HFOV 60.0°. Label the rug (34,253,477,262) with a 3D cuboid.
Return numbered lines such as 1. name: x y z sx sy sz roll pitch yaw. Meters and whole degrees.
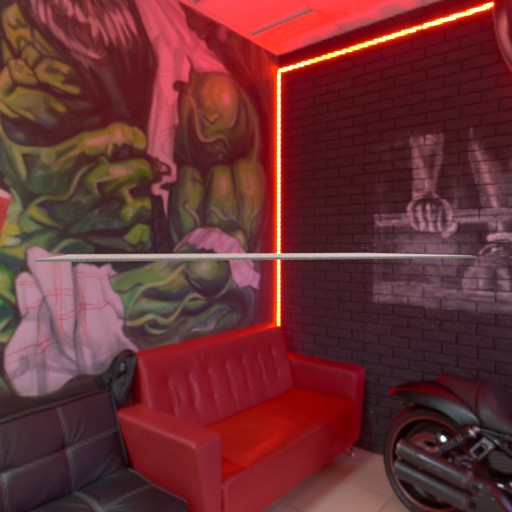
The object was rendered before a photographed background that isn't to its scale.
1. rug: 0.000 0.000 1.448 1.219 0.007 0.604 0 1 -18
